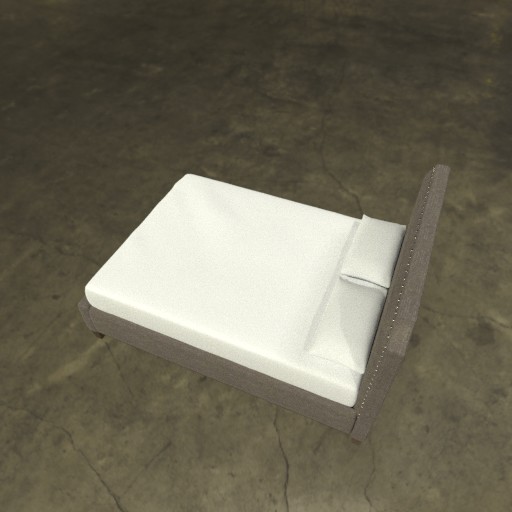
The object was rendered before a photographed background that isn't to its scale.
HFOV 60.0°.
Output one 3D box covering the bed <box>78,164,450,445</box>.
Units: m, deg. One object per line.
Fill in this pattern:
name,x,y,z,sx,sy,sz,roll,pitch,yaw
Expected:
bed,0.000,0.000,3.525,2.381,1.457,1.713,17,49,16
